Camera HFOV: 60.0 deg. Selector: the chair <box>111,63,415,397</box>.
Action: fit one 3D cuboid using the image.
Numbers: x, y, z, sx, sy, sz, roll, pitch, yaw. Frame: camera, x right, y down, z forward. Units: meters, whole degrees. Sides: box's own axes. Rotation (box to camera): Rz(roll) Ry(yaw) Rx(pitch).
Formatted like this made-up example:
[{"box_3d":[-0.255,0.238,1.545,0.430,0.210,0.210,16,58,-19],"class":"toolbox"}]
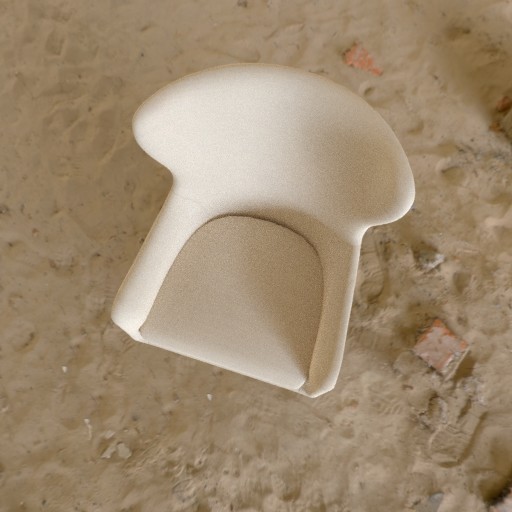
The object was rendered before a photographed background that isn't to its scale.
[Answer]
[{"box_3d":[0.000,0.000,1.459,0.696,0.990,0.744,17,74,5],"class":"chair"}]
